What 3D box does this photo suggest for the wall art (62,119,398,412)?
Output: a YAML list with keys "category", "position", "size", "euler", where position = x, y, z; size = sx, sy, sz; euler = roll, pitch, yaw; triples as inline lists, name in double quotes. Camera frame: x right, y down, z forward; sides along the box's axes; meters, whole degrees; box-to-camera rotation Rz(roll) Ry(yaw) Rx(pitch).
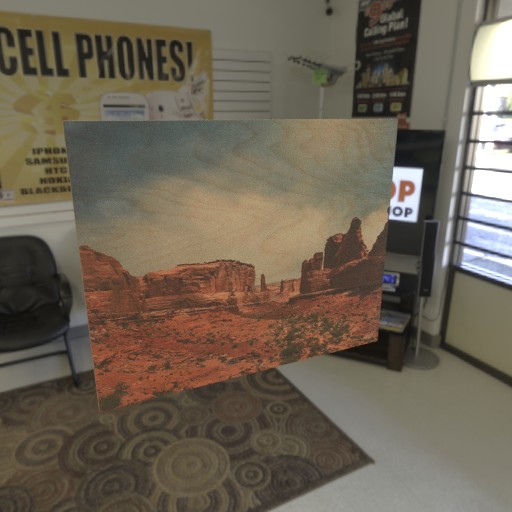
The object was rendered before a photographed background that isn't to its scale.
- category: "wall art"
  position: [0.000, 0.000, 0.691]
  size: [0.508, 0.406, 0.013]
  euler: [-8, 19, -24]
